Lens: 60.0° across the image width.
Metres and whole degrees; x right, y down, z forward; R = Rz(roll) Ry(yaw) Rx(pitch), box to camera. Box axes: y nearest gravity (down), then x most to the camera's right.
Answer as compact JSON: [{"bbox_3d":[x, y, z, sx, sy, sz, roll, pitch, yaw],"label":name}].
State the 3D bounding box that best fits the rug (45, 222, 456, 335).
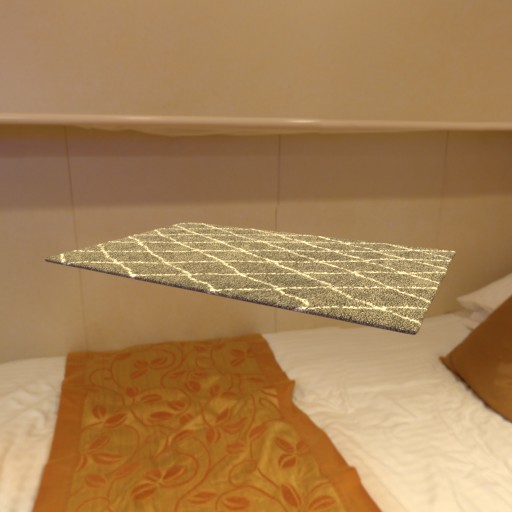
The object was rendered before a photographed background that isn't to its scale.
[{"bbox_3d":[0.000,0.000,3.506,2.743,0.030,1.778,8,17,28],"label":"rug"}]
